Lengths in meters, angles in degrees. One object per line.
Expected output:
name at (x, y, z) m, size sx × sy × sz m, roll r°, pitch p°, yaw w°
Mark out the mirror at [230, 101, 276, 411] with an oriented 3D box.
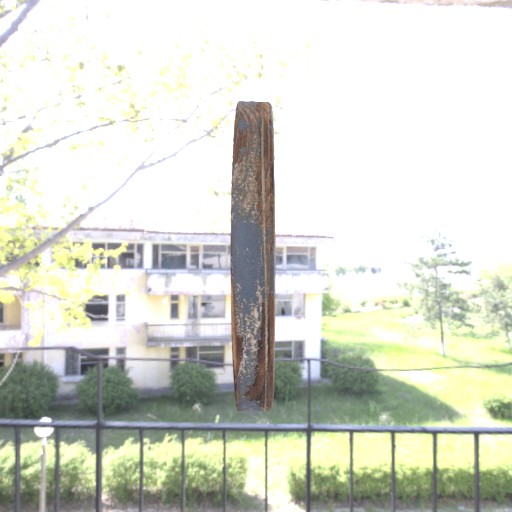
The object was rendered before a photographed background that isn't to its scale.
mirror at (0.000, 0.000, 0.885) m, size 0.061 × 0.585 × 0.585 m, roll 0°, pitch -1°, yaw 1°
